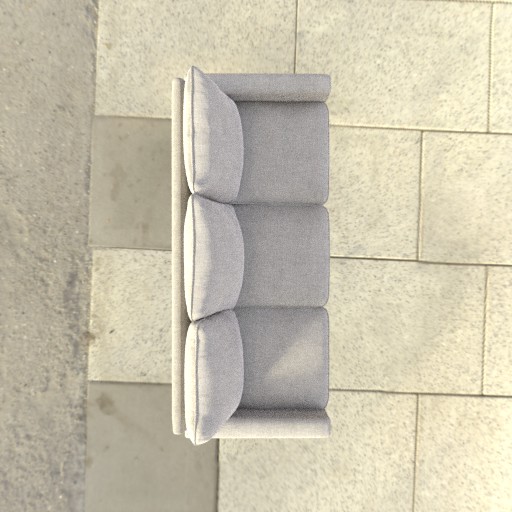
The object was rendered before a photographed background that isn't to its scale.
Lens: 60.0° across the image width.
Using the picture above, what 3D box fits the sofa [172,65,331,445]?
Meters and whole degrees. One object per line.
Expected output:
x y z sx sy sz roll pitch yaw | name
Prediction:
0.000 0.000 2.472 0.828 0.959 1.925 0 90 0 | sofa
